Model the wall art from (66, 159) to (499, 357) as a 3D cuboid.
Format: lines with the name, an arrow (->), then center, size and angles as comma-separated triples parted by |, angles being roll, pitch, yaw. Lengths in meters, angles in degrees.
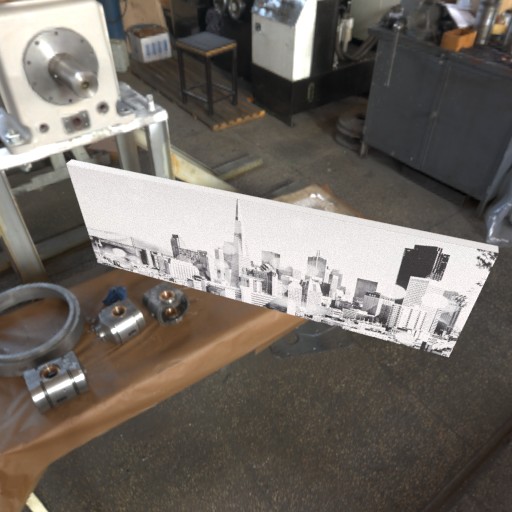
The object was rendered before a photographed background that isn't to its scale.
wall art -> 0.000, 0.000, 1.669 | 1.520, 0.507, 0.039 | 14, 43, 15
